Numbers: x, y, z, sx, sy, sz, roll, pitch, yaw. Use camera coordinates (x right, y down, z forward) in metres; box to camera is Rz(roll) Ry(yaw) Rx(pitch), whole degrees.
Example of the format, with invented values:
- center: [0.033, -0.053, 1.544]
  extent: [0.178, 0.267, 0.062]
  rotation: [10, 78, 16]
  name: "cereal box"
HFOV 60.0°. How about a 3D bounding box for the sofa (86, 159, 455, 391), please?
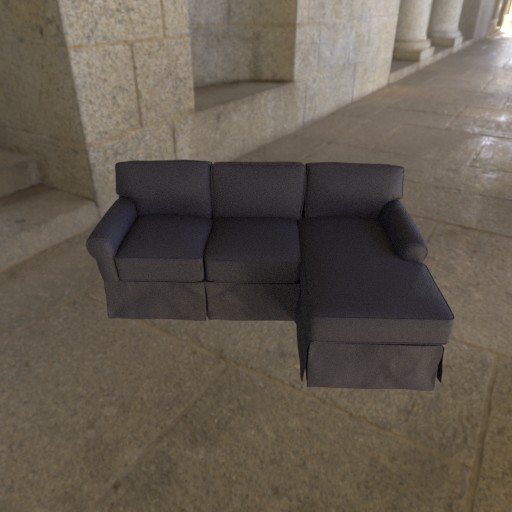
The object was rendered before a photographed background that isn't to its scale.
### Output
- center: [0.000, 0.000, 3.344]
  extent: [2.518, 1.039, 1.637]
  rotation: [1, 31, 2]
  name: "sofa"
